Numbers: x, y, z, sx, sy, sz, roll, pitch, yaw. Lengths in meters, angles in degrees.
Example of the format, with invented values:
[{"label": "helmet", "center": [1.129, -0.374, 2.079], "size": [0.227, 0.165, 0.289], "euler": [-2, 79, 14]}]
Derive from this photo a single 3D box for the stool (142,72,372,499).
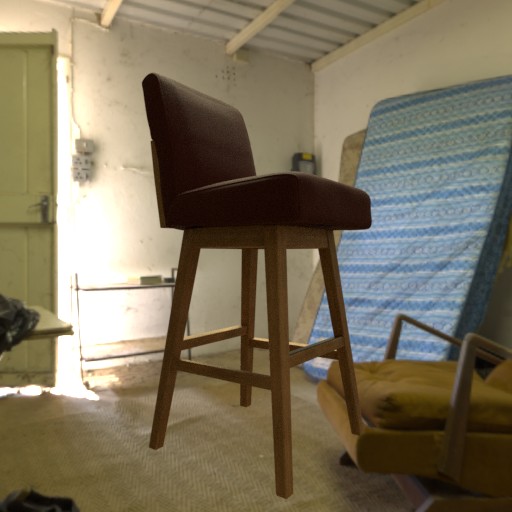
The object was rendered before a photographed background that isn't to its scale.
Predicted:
[{"label": "stool", "center": [0.000, 0.000, 1.322], "size": [0.562, 1.093, 0.468], "euler": [0, 0, 35]}]
